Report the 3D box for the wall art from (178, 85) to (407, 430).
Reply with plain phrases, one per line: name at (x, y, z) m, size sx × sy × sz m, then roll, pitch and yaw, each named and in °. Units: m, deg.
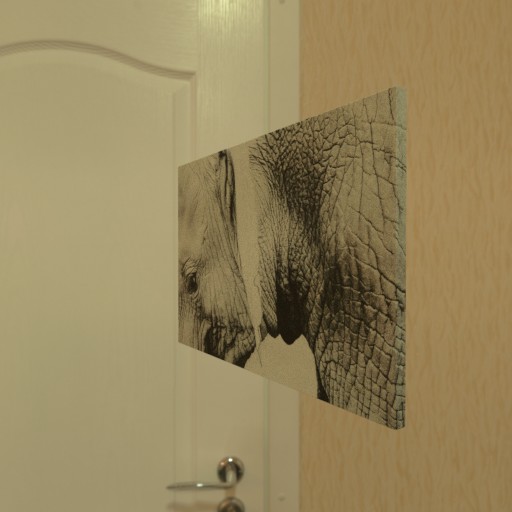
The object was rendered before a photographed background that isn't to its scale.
wall art at (0.000, 0.000, 1.454) m, size 0.035 × 0.758 × 1.141 m, roll 0°, pitch 1°, yaw -34°
